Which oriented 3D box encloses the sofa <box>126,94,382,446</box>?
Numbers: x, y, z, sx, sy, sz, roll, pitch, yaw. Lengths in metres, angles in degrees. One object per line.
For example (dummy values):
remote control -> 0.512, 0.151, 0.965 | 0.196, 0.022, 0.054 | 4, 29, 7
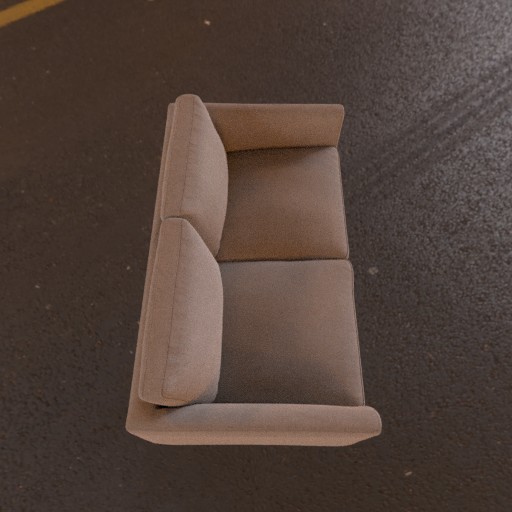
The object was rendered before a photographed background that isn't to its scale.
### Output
sofa -> 0.000, 0.000, 2.478 | 1.091, 0.839, 1.905 | 0, 62, 0
